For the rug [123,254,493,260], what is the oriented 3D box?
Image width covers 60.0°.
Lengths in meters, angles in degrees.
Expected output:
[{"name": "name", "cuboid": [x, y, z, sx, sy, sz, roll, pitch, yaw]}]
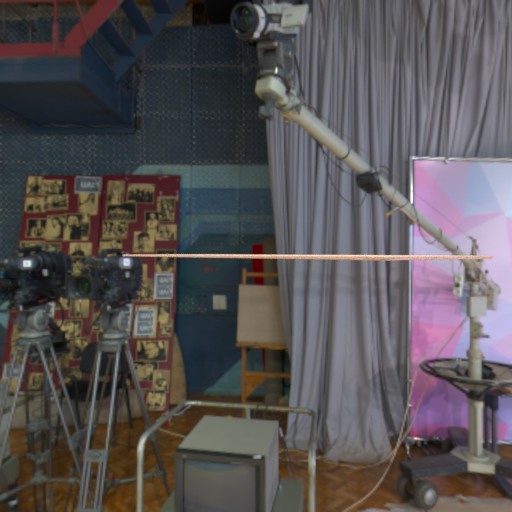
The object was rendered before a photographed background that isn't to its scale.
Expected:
[{"name": "rug", "cuboid": [0.000, 0.000, 2.652, 0.760, 0.015, 2.435, 0, 0, -37]}]
